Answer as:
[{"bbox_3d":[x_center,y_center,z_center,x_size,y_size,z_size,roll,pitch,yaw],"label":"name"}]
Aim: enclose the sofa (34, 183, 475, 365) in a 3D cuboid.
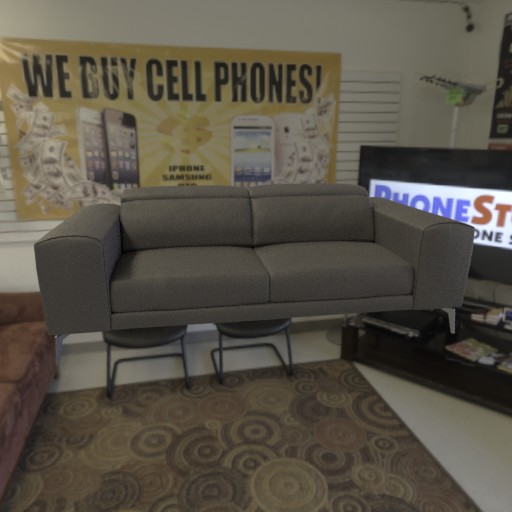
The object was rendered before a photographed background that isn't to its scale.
[{"bbox_3d":[0.000,0.000,2.813,2.330,0.814,1.048,-3,15,-9],"label":"sofa"}]
